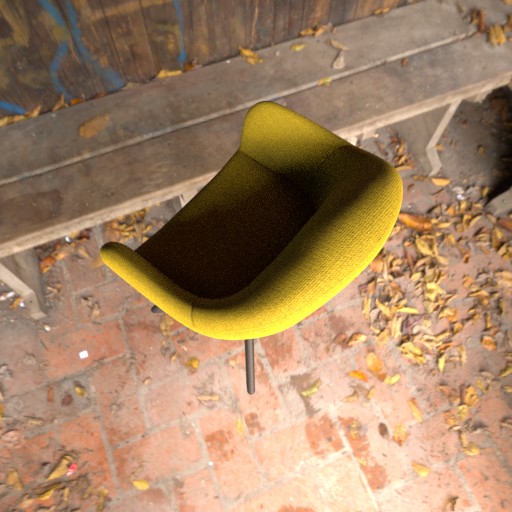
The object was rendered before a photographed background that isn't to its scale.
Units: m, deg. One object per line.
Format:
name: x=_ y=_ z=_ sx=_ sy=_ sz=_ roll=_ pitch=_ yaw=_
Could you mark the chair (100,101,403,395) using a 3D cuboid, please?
chair: x=0.000 y=0.000 z=1.189 sx=0.550 sy=0.795 sz=0.590 roll=36 pitch=70 yaw=16
